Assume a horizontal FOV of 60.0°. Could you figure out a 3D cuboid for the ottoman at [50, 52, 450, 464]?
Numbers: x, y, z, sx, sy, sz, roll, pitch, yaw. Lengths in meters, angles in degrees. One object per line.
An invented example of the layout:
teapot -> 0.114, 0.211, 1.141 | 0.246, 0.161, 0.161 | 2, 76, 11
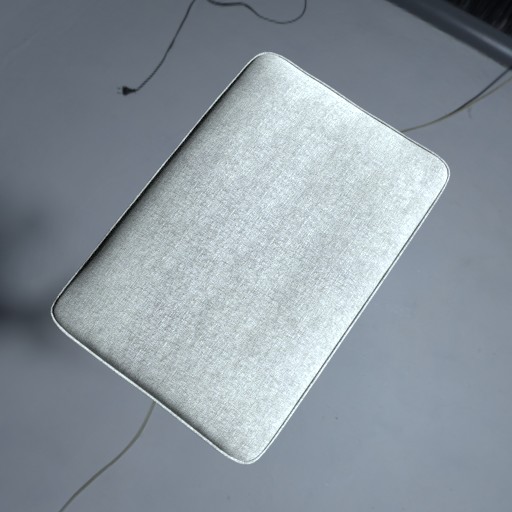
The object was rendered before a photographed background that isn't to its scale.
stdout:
ottoman -> 0.000, 0.000, 1.134 | 0.561, 0.457, 0.813 | 35, 80, 8
